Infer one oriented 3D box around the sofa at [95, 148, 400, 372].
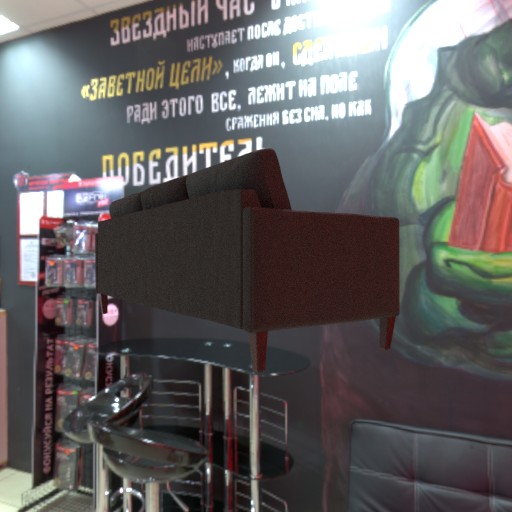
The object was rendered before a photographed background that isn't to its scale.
[{"bbox_3d":[0.000,0.000,2.901,1.506,0.876,2.178,0,0,-34],"label":"sofa"}]
